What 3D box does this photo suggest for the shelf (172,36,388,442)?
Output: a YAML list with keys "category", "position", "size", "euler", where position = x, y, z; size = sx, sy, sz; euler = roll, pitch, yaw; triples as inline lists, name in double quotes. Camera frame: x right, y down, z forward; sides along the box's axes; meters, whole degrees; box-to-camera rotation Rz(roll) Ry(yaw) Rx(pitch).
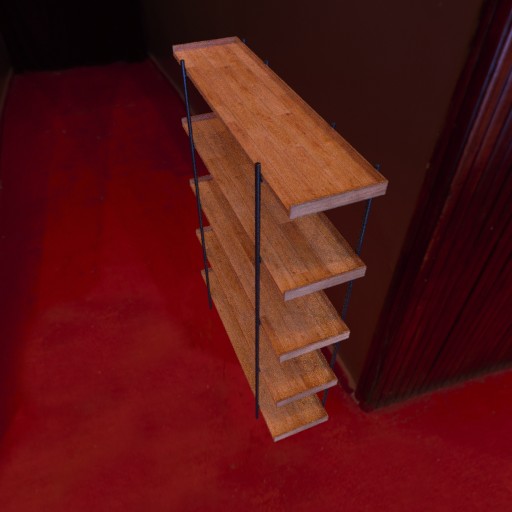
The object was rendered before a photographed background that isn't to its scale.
- category: "shelf"
  position: [0.000, 0.000, 2.427]
  size: [0.379, 1.826, 1.371]
  euler: [-16, 47, -15]
